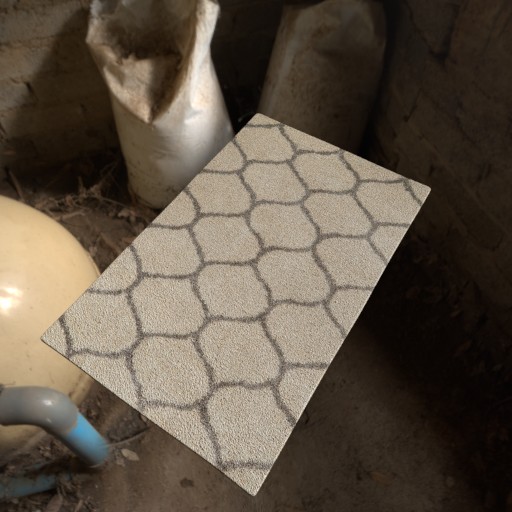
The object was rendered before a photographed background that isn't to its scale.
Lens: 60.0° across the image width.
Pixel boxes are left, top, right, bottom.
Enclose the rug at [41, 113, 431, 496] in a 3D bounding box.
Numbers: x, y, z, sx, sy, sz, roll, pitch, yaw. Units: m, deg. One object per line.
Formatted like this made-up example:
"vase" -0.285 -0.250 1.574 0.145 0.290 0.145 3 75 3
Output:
"rug" 0.000 0.000 2.899 1.501 0.024 2.348 29 62 17
